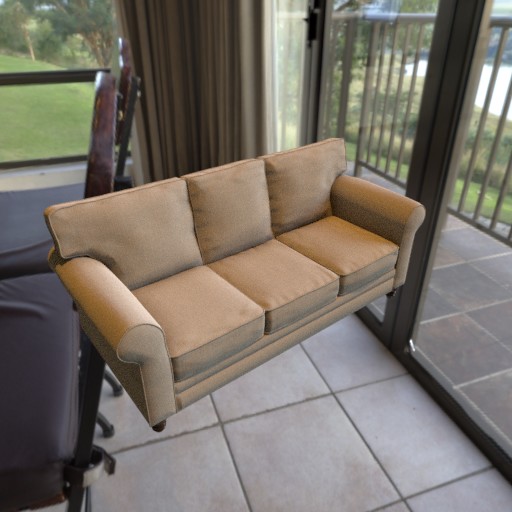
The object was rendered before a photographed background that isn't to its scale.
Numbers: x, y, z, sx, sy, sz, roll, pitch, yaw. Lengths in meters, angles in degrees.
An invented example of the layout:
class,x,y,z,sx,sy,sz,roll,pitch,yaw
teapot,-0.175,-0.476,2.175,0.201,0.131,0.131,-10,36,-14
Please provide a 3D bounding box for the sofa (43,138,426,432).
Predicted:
class,x,y,z,sx,sy,sz,roll,pitch,yaw
sofa,0.000,0.000,2.621,2.084,0.961,0.916,-22,36,-32
